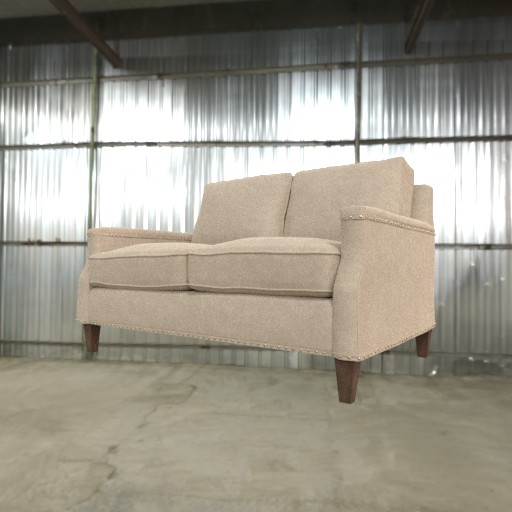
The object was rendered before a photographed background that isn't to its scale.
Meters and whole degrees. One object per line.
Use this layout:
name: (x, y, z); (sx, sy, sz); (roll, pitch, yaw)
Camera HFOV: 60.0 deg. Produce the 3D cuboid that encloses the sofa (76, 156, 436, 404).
sofa: (0.000, 0.000, 2.296); (1.597, 1.002, 1.084); (-1, -1, 36)
